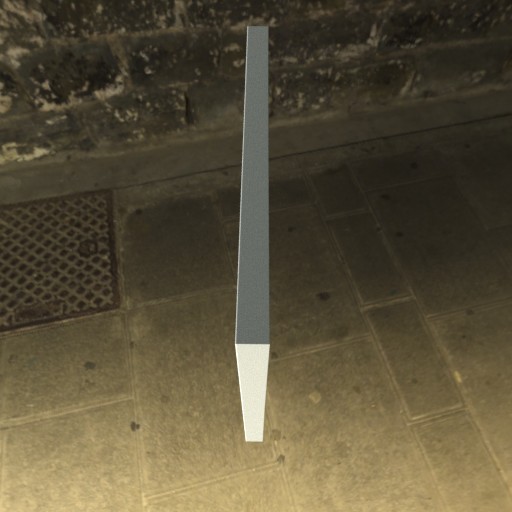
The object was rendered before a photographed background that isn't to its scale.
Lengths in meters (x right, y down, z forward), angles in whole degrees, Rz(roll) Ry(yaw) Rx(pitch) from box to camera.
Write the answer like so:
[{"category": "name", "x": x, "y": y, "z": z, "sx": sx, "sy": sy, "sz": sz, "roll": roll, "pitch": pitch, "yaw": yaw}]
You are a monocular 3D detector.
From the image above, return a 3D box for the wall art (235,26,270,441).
[{"category": "wall art", "x": 0.000, "y": 0.000, "z": 0.907, "sx": 0.038, "sy": 0.610, "sz": 0.610, "roll": 1, "pitch": 58, "yaw": 0}]
